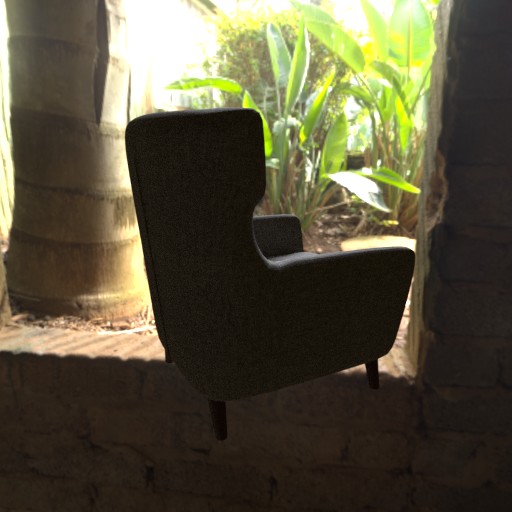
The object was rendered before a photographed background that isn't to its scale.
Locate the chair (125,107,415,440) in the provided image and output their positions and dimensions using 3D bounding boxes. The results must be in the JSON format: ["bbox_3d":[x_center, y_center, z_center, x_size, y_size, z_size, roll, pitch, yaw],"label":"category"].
[{"bbox_3d":[0.000,0.000,1.758,0.904,1.063,0.878,-8,17,-26],"label":"chair"}]
